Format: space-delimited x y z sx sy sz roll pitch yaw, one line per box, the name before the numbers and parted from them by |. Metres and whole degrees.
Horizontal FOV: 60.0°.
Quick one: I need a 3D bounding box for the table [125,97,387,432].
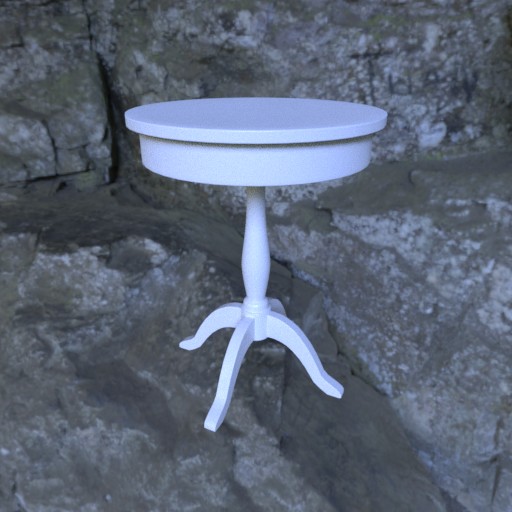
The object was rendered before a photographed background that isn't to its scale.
table | 0.000 0.000 1.031 0.513 0.653 0.513 0 25 0
